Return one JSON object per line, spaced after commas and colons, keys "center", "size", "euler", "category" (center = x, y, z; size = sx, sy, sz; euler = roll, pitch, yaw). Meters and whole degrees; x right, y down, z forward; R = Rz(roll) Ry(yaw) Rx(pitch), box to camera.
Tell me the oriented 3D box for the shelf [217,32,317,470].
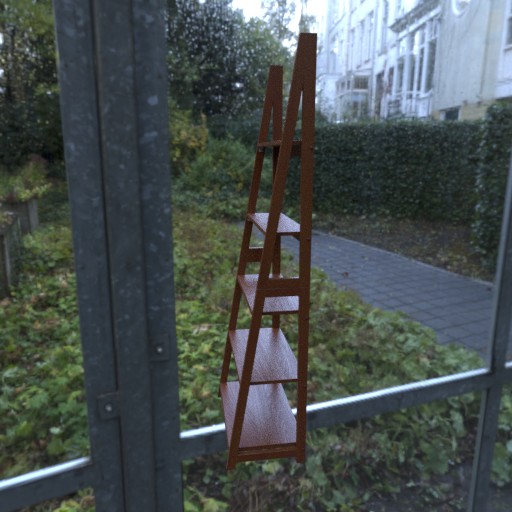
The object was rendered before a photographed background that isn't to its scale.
{"center": [0.000, 0.000, 2.073], "size": [0.356, 1.780, 0.630], "euler": [-2, 13, -8], "category": "shelf"}
